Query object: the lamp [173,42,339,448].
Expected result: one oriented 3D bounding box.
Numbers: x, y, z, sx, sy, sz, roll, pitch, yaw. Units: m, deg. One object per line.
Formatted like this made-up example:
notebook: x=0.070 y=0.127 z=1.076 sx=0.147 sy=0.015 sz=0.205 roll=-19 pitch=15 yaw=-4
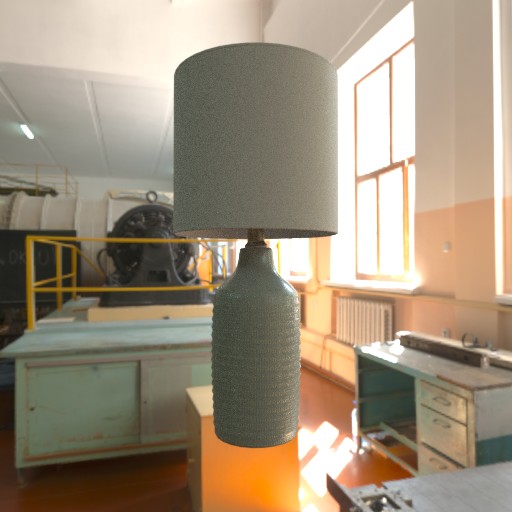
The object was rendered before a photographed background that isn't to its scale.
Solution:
lamp: x=0.000 y=0.000 z=0.602 sx=0.220 sy=0.475 sz=0.220 roll=0 pitch=-1 yaw=19
